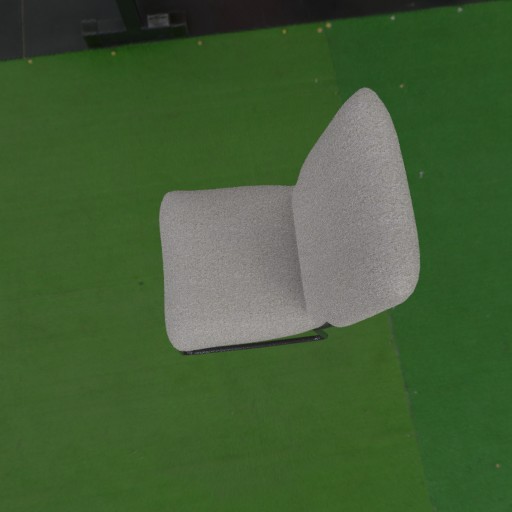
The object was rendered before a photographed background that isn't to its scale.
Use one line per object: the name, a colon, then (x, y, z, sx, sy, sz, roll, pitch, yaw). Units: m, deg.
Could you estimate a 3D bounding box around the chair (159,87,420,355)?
chair: (0.000, 0.000, 1.174, 0.560, 0.864, 0.448, -6, 76, -1)
